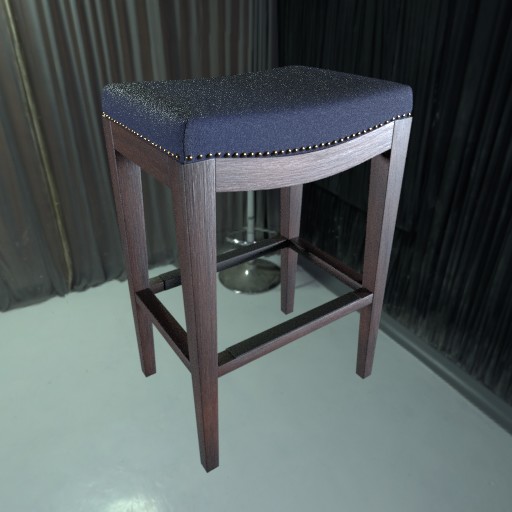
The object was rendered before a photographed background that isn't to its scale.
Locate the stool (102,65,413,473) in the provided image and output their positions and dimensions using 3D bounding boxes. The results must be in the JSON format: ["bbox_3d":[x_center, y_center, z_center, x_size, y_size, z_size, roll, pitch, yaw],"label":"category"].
[{"bbox_3d":[0.000,0.000,0.999,0.498,0.740,0.358,-19,36,-29],"label":"stool"}]
